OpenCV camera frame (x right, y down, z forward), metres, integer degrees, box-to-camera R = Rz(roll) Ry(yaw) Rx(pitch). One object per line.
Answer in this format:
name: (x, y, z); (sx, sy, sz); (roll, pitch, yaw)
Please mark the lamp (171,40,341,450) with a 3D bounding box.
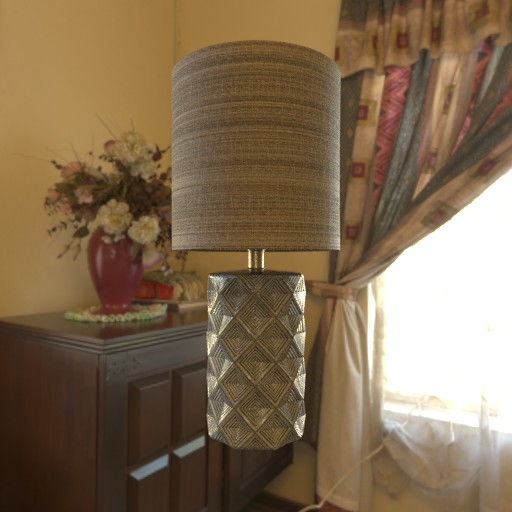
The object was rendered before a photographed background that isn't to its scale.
lamp: (0.000, 0.000, 0.715); (0.269, 0.566, 0.268); (0, 0, 17)
